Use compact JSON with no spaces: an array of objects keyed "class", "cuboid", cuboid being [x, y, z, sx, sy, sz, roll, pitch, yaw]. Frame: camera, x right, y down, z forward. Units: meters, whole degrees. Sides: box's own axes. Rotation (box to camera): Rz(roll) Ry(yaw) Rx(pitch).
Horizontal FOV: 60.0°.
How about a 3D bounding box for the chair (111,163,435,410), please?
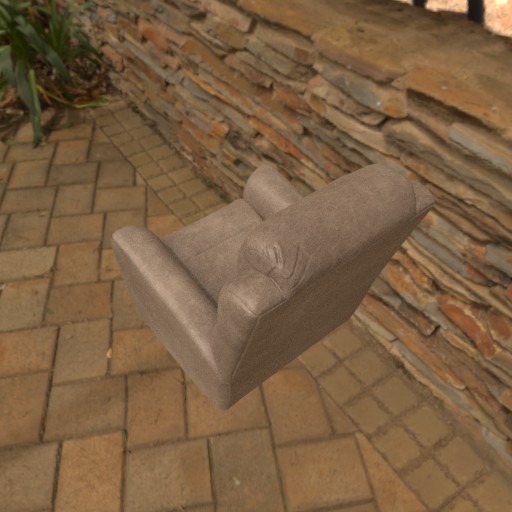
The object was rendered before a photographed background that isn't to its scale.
[{"class":"chair","cuboid":[0.000,0.000,2.001,0.967,1.116,1.068,-30,52,-27]}]
